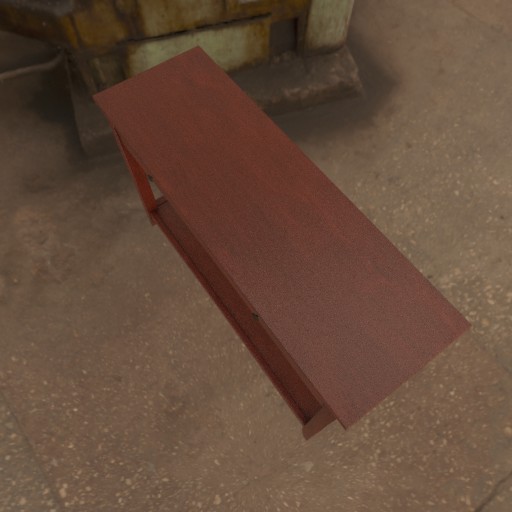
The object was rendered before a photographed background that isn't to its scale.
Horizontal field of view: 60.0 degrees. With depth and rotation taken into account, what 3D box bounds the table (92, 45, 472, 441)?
[{"bbox_3d":[0.000,0.000,1.529,0.392,0.739,1.188,-33,68,-15],"label":"table"}]
